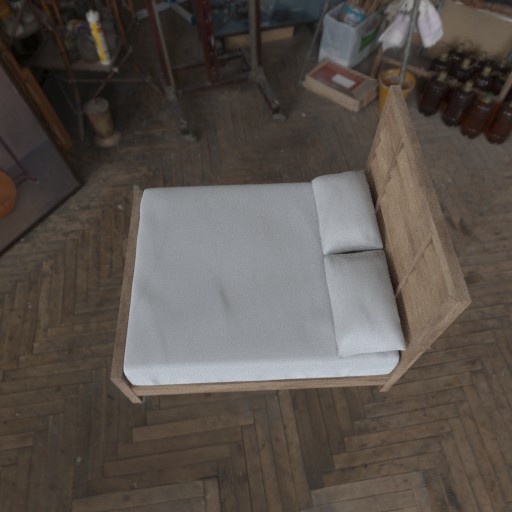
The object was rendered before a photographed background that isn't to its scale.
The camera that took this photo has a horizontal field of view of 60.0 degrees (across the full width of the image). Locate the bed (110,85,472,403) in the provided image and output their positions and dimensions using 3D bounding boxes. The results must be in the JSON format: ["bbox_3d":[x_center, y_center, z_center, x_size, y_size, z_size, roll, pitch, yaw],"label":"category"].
[{"bbox_3d":[0.000,0.000,3.225,2.017,1.631,1.615,-2,58,-1],"label":"bed"}]
